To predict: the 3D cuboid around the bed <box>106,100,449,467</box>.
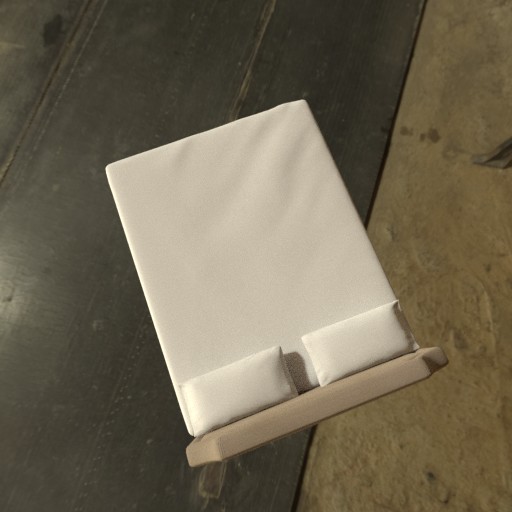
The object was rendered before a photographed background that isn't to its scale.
[{"bbox_3d":[0.000,0.000,3.545,1.977,1.293,2.498,-20,77,-5],"label":"bed"}]
